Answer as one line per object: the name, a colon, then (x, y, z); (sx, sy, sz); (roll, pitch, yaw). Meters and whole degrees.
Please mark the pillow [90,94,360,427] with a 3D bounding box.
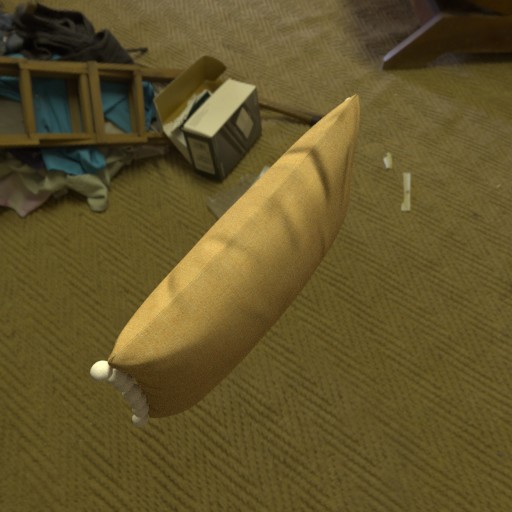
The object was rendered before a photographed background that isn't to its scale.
pillow: (0.000, 0.000, 0.839); (0.201, 0.322, 0.709); (32, 63, 19)
